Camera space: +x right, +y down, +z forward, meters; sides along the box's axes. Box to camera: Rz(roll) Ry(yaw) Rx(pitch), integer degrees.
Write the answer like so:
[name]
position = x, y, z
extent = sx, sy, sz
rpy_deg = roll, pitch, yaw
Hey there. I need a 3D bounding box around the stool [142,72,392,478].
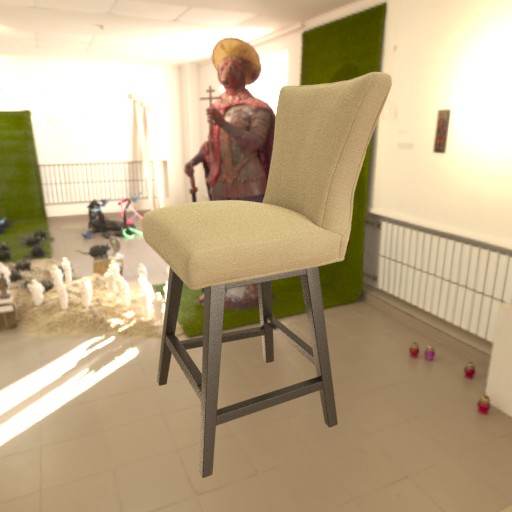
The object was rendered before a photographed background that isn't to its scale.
[stool]
position = 0.000, 0.000, 1.326
extent = 0.574, 1.000, 0.514
rpy_deg = -8, 18, -24
